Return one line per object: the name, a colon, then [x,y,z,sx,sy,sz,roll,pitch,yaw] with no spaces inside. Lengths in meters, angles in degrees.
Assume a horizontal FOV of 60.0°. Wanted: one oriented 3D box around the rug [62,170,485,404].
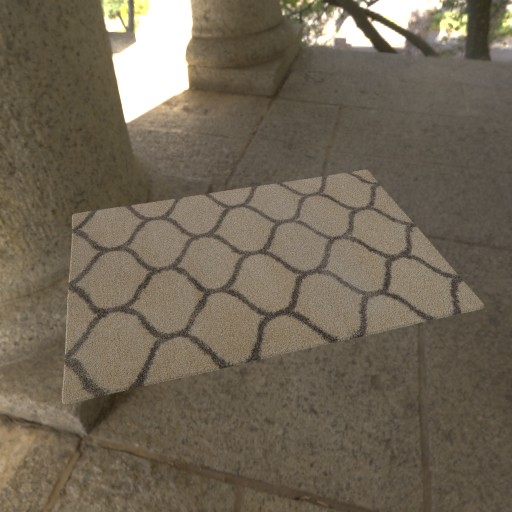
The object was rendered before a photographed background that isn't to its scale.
rug: [0.000,0.000,3.341,2.701,0.026,1.801,-10,43,-11]
